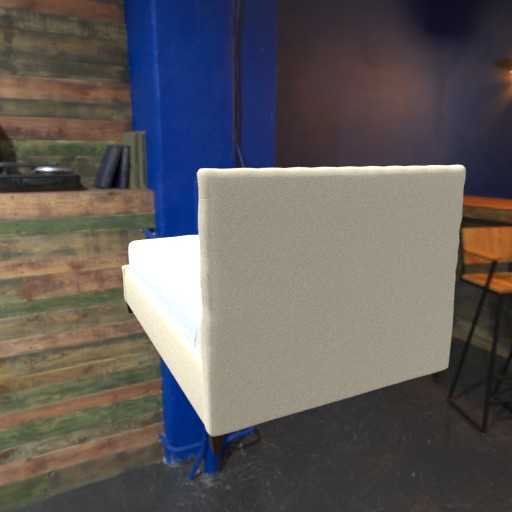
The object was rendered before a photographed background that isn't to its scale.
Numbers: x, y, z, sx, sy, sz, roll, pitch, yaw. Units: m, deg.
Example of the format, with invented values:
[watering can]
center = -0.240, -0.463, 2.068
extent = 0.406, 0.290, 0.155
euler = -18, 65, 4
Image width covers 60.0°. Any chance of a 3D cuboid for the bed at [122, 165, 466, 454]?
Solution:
[bed]
center = 0.000, 0.000, 3.471
extent = 1.698, 1.427, 2.387
euler = -6, 14, -26
